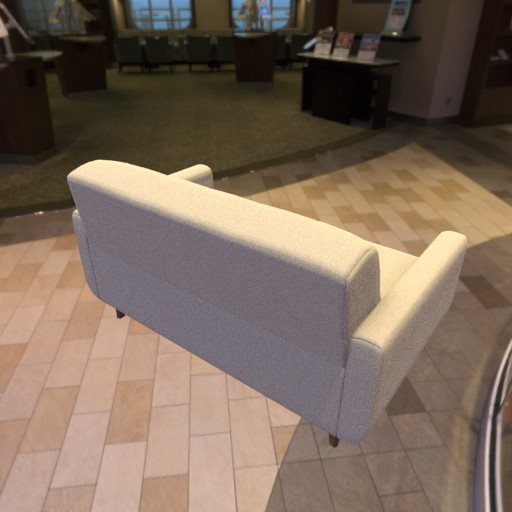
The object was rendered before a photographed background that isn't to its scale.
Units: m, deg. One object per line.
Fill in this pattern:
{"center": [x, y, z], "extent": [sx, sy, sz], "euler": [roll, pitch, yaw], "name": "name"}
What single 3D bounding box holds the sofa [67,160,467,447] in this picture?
{"center": [0.000, 0.000, 2.145], "extent": [1.655, 0.892, 0.980], "euler": [21, 36, 32], "name": "sofa"}
